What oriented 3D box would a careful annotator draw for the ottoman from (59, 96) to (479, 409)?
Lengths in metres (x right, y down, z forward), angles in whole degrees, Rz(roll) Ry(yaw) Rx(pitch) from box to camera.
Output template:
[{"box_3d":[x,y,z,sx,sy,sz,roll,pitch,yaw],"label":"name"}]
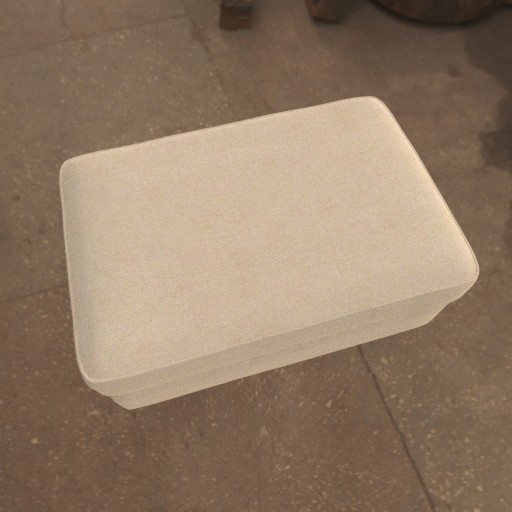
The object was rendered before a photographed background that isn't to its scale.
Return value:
[{"box_3d":[0.000,0.000,1.184,0.862,0.484,0.583,-14,63,-7],"label":"ottoman"}]
